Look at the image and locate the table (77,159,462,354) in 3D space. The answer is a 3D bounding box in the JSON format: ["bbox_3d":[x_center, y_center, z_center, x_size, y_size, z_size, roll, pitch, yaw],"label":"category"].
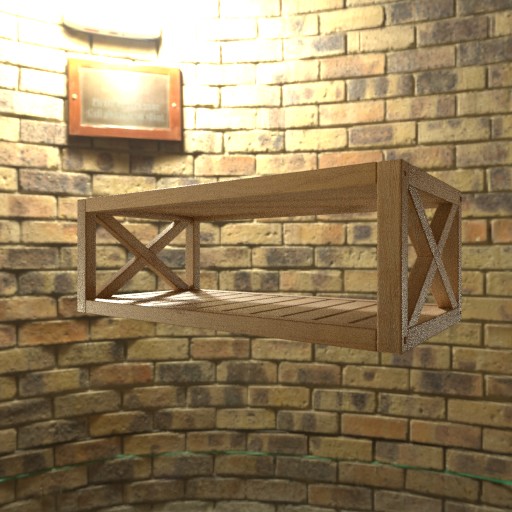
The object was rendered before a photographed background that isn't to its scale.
[{"bbox_3d":[0.000,0.000,1.675,1.321,0.457,0.660,0,0,36],"label":"table"}]
